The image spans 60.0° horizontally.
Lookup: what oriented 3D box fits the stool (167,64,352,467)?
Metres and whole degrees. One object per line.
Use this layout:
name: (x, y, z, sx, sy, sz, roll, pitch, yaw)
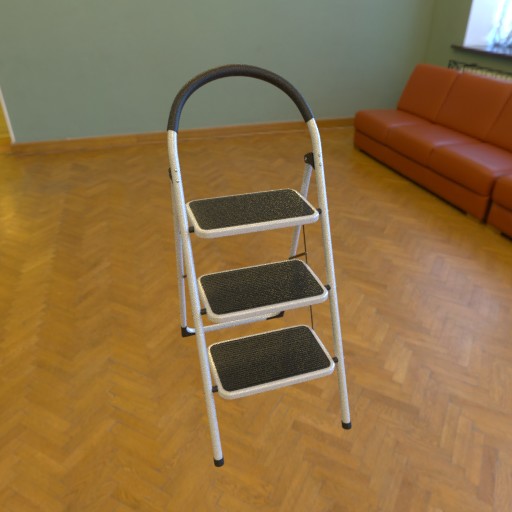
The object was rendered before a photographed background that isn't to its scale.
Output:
stool: (0.000, 0.000, 1.454, 0.485, 1.109, 0.676, -9, 32, -15)
